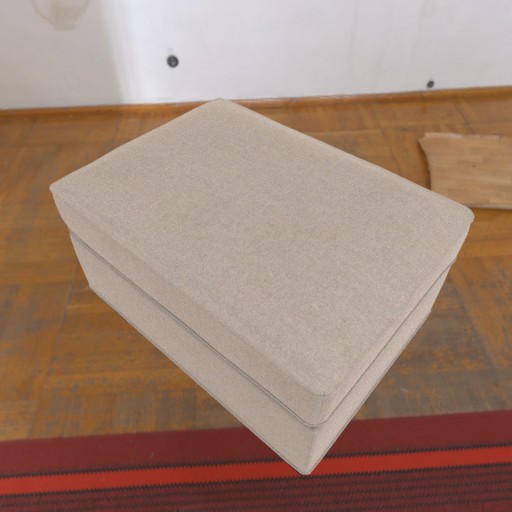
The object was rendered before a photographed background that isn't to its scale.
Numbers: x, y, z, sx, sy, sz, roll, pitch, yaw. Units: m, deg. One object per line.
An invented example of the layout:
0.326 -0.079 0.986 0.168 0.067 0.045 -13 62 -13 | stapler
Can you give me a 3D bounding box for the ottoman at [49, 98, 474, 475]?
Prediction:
0.000 0.000 1.194 0.846 0.503 0.617 33 55 27 | ottoman
